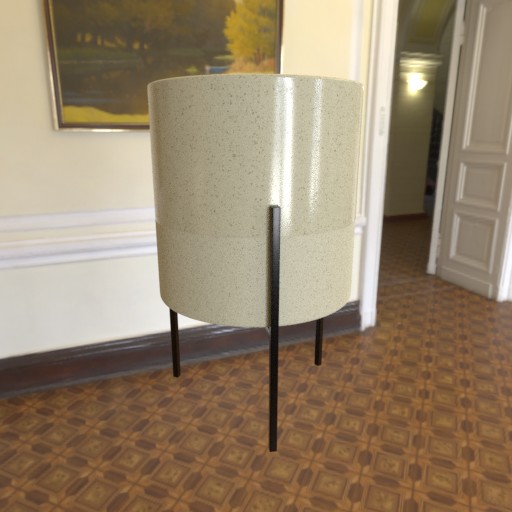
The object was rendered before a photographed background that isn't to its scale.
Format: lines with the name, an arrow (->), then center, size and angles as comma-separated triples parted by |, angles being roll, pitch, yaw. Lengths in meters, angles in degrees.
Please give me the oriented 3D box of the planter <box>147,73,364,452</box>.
planter -> 0.000, 0.000, 0.540 | 0.234, 0.390, 0.243 | -2, 16, -8
